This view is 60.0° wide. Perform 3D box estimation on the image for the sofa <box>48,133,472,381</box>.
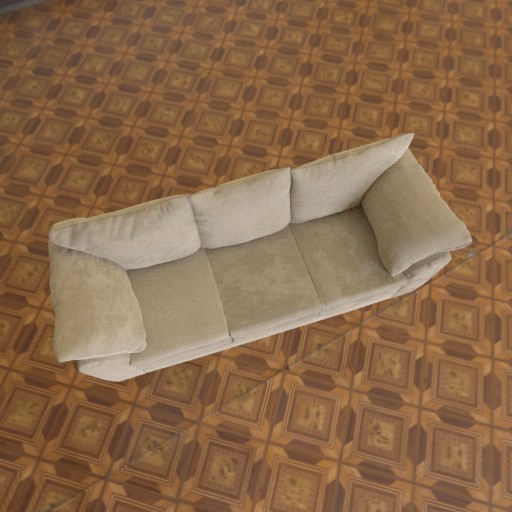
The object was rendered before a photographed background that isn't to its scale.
[{"bbox_3d":[0.000,0.000,2.813,2.377,0.981,0.893,-16,63,-8],"label":"sofa"}]
